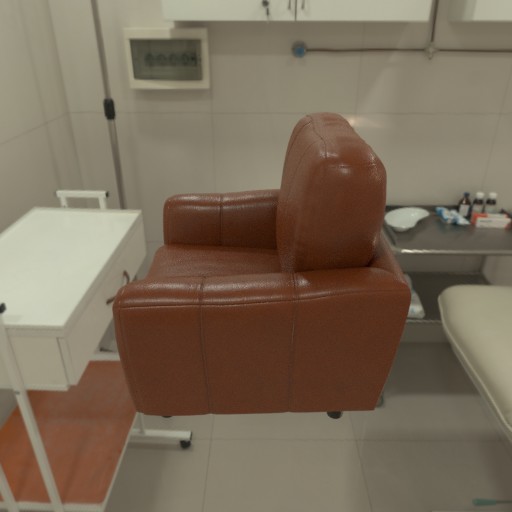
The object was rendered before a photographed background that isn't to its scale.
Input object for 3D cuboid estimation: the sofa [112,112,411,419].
[{"bbox_3d":[0.000,0.000,1.504,0.789,0.876,0.836,0,28,0],"label":"sofa"}]
